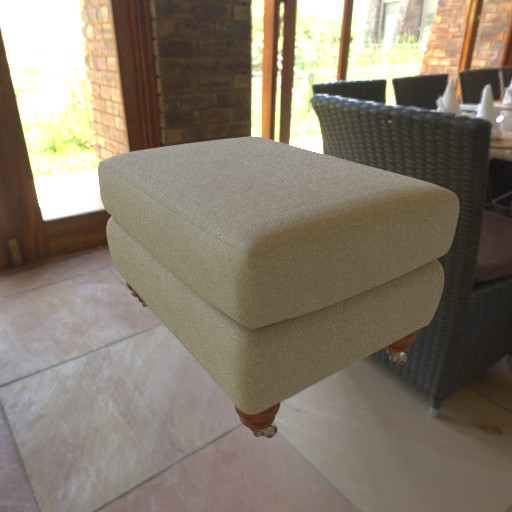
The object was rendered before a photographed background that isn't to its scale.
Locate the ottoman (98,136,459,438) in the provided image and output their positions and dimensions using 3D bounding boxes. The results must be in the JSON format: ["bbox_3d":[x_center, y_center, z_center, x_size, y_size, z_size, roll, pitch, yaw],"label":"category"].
[{"bbox_3d":[0.000,0.000,1.153,0.569,0.504,0.773,-17,30,-31],"label":"ottoman"}]
